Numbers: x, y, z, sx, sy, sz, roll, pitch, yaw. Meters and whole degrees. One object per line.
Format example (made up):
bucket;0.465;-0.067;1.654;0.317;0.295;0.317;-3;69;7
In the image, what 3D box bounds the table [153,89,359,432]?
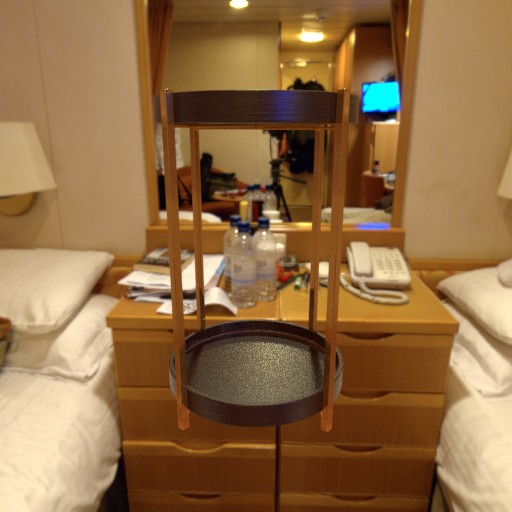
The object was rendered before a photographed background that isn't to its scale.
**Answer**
table;0.000;0.000;0.895;0.400;0.610;0.400;-15;22;-42
